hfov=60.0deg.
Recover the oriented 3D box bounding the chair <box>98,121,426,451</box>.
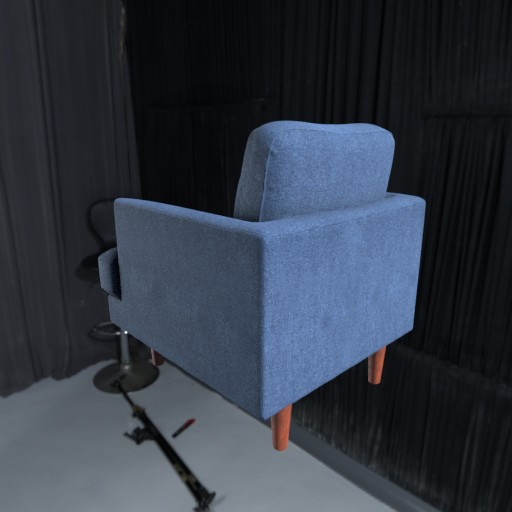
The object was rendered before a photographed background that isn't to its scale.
[{"bbox_3d":[0.000,0.000,1.661,0.858,0.957,0.899,-15,22,-42],"label":"chair"}]
